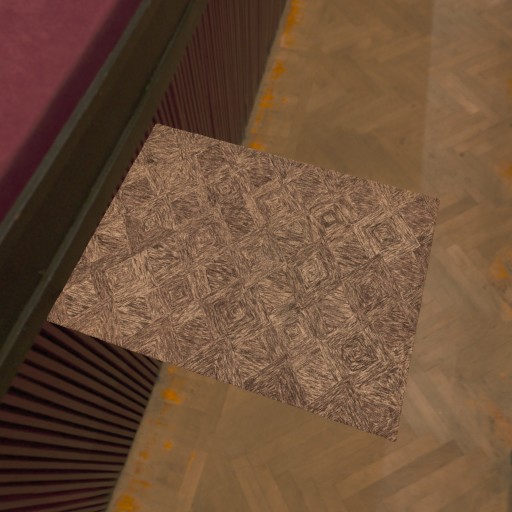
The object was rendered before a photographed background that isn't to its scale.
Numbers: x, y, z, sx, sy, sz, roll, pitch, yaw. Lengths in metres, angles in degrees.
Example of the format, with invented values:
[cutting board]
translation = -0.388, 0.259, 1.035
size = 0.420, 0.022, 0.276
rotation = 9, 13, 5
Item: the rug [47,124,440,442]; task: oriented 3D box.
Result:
[rug]
translation = 0.000, 0.000, 4.291
size = 3.204, 0.017, 2.448
rotation = 17, 65, 8
